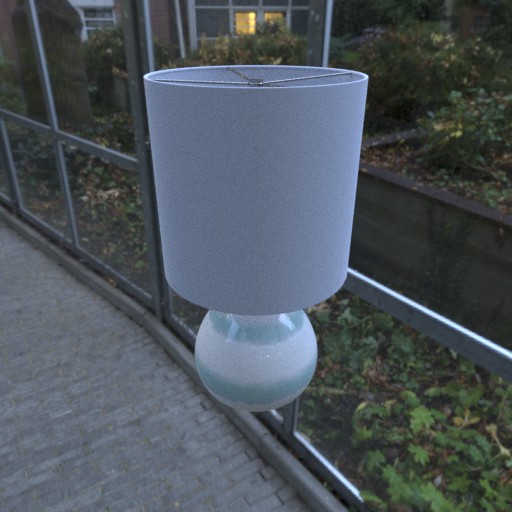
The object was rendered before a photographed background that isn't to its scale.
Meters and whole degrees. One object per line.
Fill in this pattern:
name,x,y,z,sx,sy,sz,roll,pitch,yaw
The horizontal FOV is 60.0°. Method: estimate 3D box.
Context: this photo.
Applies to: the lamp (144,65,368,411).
lamp,0.000,0.000,0.530,0.217,0.404,0.217,-9,29,-16
